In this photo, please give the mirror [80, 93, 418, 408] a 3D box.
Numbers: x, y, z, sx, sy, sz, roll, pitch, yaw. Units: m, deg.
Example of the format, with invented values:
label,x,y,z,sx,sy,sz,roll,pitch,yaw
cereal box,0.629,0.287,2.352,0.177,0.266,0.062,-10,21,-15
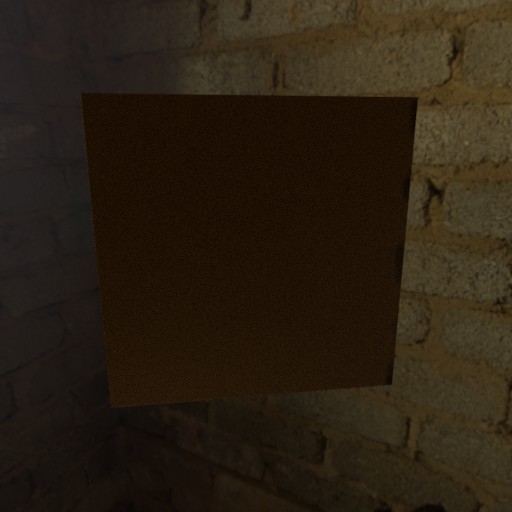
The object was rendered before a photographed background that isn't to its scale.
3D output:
label,x,y,z,sx,sy,sz,roll,pitch,yaw
mirror,0.000,0.000,0.746,0.509,0.507,0.042,-2,15,-8
